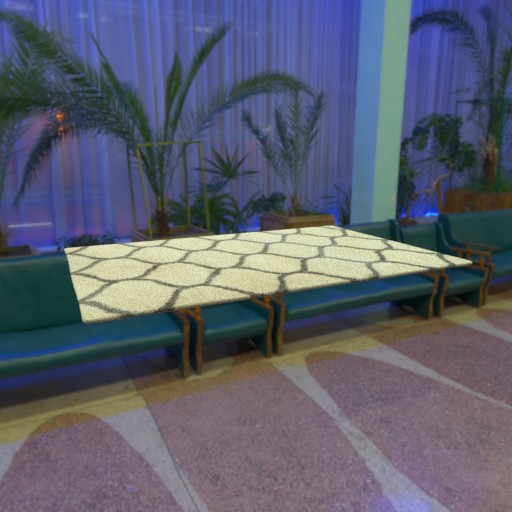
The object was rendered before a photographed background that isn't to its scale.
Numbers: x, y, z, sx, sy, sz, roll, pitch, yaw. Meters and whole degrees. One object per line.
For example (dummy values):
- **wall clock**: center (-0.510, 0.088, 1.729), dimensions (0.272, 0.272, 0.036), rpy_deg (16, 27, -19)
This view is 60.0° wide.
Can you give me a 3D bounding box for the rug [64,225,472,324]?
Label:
- **rug**: center (0.000, 0.000, 3.484), dimensions (2.701, 0.026, 1.801), rpy_deg (-6, 15, -25)
